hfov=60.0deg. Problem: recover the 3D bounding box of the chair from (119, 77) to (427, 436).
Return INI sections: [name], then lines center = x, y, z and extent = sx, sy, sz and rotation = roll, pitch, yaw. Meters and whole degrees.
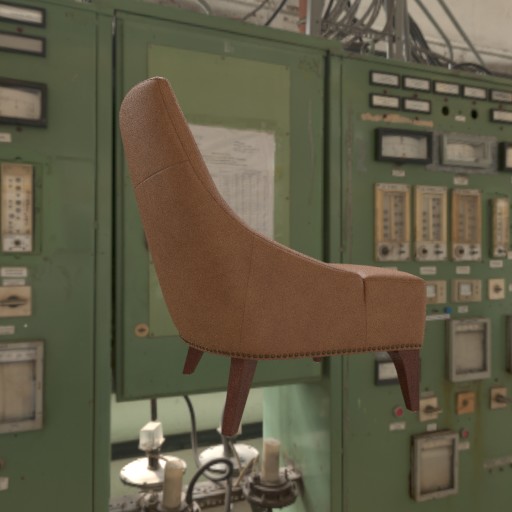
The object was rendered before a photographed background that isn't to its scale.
[chair]
center = 0.000, 0.000, 1.466
extent = 0.861, 0.909, 0.701
rotation = 0, 0, -19
